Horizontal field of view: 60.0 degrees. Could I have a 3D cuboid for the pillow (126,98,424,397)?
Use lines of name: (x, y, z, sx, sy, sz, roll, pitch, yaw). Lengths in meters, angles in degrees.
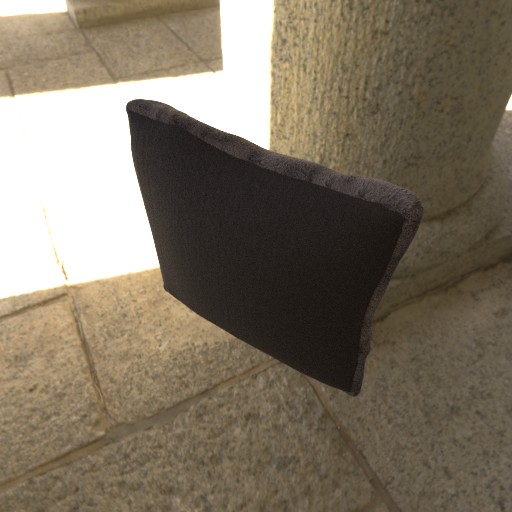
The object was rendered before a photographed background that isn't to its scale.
pillow: (0.000, 0.000, 0.833, 0.522, 0.520, 0.204, 25, 51, 22)
